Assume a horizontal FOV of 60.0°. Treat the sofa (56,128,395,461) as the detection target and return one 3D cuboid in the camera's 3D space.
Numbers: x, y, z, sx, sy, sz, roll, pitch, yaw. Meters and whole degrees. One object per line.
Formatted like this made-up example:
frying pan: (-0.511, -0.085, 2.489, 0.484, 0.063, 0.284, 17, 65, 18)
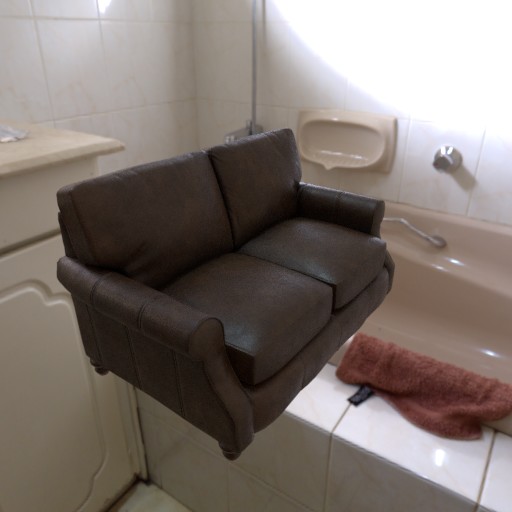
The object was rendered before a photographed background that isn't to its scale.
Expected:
sofa: (0.000, 0.000, 2.181, 0.990, 0.976, 1.616, 18, 31, 32)
